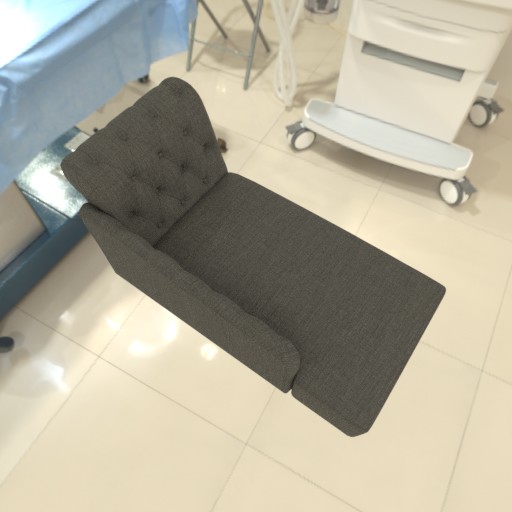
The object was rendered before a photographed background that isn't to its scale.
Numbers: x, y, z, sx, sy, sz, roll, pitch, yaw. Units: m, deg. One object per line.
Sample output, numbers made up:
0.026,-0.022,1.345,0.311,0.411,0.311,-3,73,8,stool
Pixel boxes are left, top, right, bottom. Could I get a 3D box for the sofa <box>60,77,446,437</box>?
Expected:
0.000,0.000,1.782,1.379,0.787,0.675,32,63,18,sofa
